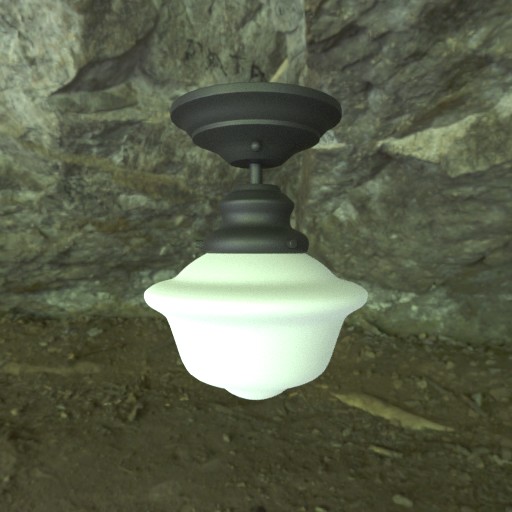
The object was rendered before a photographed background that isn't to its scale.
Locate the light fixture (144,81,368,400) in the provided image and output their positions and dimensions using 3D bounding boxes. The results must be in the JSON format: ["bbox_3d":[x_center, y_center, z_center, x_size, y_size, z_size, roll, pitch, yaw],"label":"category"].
[{"bbox_3d":[0.000,0.000,0.398,0.197,0.254,0.197,0,1,0],"label":"light fixture"}]
